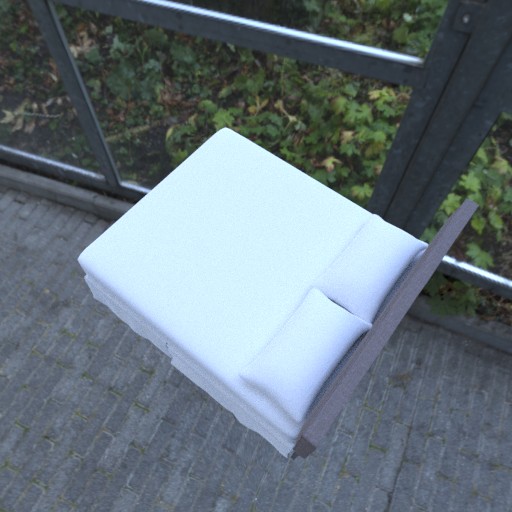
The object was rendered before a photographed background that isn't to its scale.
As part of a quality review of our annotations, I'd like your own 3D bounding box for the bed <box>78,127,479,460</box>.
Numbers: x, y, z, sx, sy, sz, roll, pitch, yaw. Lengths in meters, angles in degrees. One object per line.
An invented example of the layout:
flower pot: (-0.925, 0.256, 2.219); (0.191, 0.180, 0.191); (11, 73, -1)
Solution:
bed: (0.000, 0.000, 2.874); (1.894, 1.089, 1.610); (35, 67, 17)
